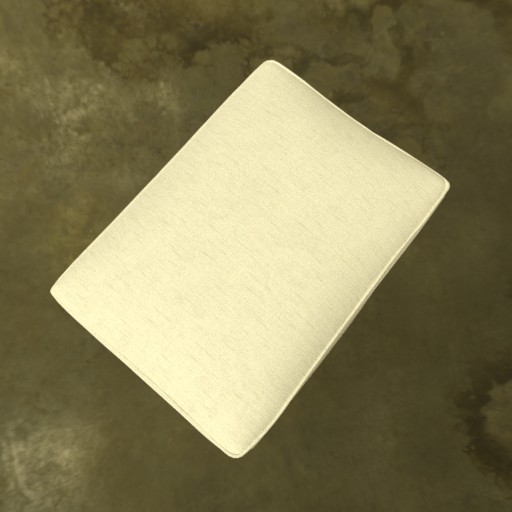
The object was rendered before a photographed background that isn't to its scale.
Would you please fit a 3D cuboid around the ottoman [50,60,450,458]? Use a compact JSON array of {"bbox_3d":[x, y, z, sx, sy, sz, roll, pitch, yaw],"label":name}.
[{"bbox_3d":[0.000,0.000,0.971,0.501,0.406,0.665,38,79,9],"label":"ottoman"}]
